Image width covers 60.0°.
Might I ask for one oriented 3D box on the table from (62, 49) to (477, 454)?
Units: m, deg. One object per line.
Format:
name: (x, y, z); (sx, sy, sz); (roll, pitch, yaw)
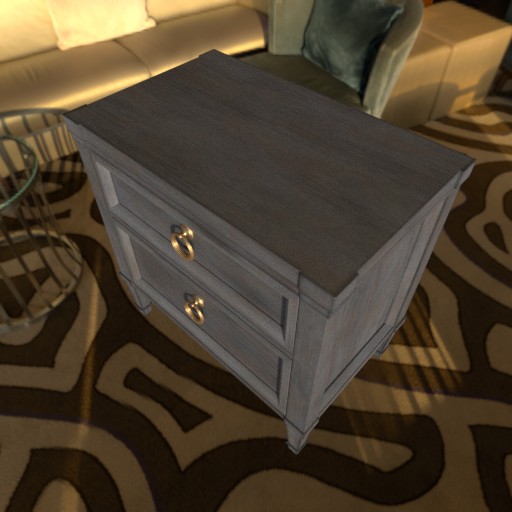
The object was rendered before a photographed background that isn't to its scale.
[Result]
table: (0.000, 0.000, 1.060); (0.660, 0.660, 0.413); (35, 56, 27)
